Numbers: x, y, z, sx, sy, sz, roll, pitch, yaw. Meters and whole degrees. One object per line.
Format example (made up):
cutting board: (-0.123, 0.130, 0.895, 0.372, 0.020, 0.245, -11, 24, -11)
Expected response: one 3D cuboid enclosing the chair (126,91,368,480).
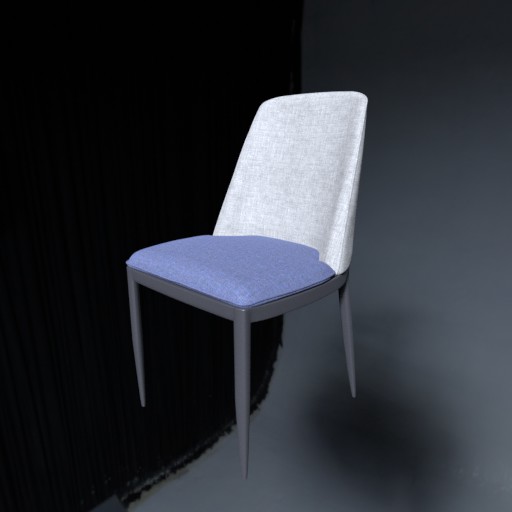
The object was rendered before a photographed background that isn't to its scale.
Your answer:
chair: (0.000, 0.000, 1.189, 0.488, 0.855, 0.550, 14, 21, 41)
